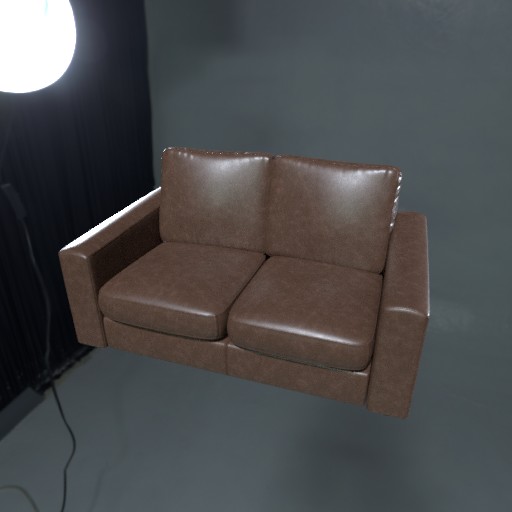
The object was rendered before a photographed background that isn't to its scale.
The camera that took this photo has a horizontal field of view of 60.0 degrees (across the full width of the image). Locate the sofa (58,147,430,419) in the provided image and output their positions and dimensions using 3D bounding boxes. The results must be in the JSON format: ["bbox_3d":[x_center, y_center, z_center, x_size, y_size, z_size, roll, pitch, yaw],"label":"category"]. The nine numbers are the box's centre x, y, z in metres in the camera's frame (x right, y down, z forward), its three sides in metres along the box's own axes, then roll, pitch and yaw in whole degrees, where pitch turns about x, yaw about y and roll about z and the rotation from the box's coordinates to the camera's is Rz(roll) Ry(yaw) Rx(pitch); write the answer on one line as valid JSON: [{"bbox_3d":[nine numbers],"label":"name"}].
[{"bbox_3d":[0.000,0.000,2.244,1.616,0.873,1.016,9,29,16],"label":"sofa"}]
